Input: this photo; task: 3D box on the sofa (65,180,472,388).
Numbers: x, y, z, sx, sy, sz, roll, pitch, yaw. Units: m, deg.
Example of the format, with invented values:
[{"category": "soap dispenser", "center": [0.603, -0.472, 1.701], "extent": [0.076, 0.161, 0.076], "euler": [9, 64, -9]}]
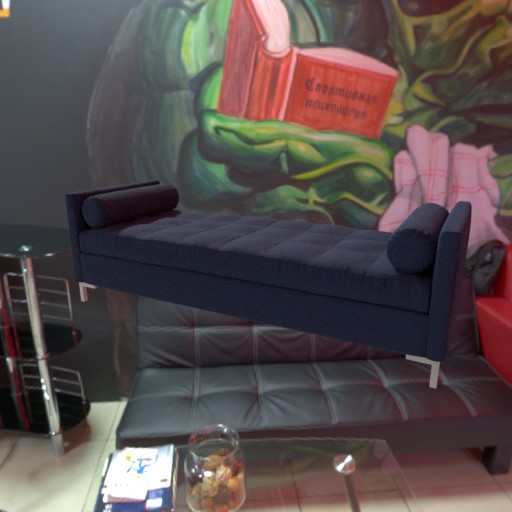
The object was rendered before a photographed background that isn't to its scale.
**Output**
[{"category": "sofa", "center": [0.000, 0.000, 2.476], "extent": [2.102, 0.657, 0.797], "euler": [8, 18, 26]}]
